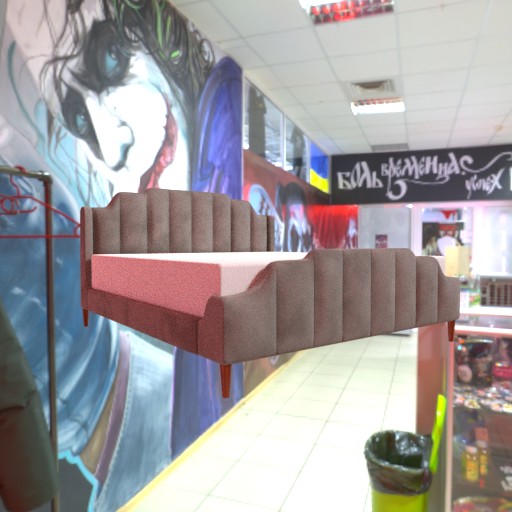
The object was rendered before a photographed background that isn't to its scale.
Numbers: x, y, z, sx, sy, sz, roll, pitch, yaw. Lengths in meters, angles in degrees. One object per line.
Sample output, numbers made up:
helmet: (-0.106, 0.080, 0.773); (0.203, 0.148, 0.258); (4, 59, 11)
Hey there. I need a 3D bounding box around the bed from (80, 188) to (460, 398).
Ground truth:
bed: (0.000, 0.000, 3.535); (2.074, 1.245, 2.340); (-1, 2, -37)
